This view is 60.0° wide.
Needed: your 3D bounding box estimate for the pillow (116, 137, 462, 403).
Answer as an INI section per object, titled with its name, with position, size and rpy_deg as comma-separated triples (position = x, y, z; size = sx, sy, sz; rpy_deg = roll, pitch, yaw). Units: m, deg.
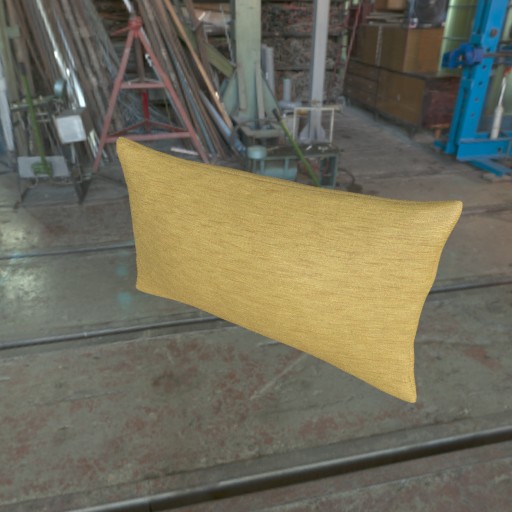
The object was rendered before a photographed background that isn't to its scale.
[pillow]
position = 0.000, 0.000, 0.797
size = 0.634, 0.354, 0.210
rpy_deg = 17, 34, 28
